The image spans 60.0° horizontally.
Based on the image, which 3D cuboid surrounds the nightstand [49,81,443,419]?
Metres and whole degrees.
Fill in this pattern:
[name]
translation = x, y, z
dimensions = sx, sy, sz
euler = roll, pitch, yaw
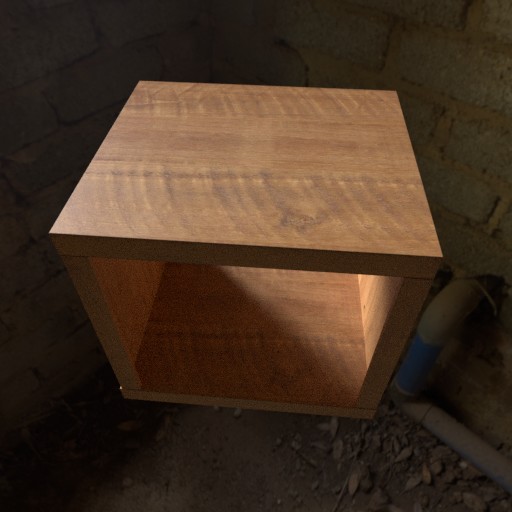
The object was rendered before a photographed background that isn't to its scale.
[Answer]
[nightstand]
translation = 0.000, 0.000, 0.873
dimensions = 0.493, 0.491, 0.436
euler = 4, 46, 3
